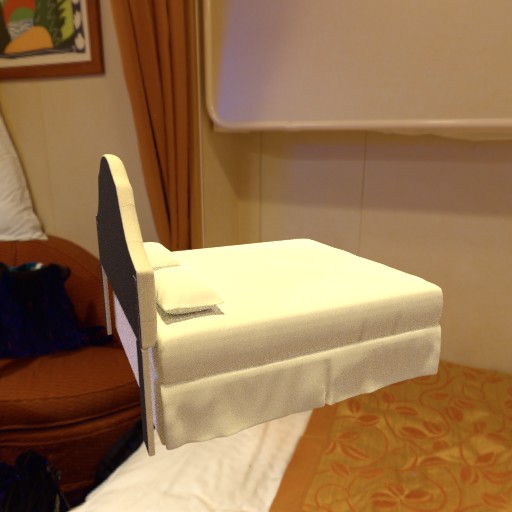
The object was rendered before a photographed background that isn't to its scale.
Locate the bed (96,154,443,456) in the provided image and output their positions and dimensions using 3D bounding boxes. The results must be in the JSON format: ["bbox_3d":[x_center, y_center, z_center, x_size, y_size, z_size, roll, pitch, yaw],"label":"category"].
[{"bbox_3d":[0.000,0.000,3.567,2.214,1.615,2.008,-7,16,-24],"label":"bed"}]
